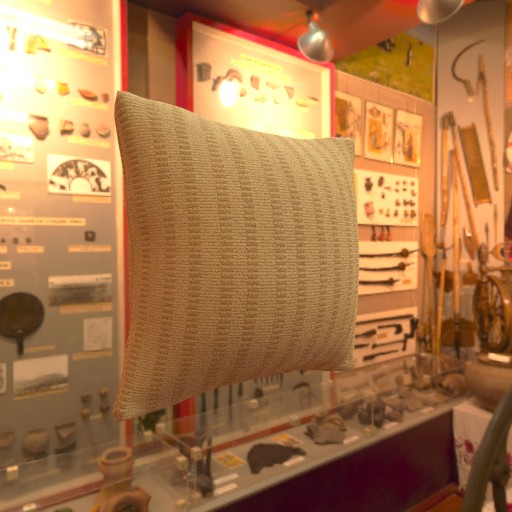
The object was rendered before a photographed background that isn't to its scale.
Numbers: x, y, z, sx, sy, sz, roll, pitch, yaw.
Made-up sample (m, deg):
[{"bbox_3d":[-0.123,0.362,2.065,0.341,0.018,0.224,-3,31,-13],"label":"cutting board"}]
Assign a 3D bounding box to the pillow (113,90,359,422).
[{"bbox_3d":[0.000,0.000,0.682,0.438,0.419,0.247,-1,1,-36],"label":"pillow"}]
